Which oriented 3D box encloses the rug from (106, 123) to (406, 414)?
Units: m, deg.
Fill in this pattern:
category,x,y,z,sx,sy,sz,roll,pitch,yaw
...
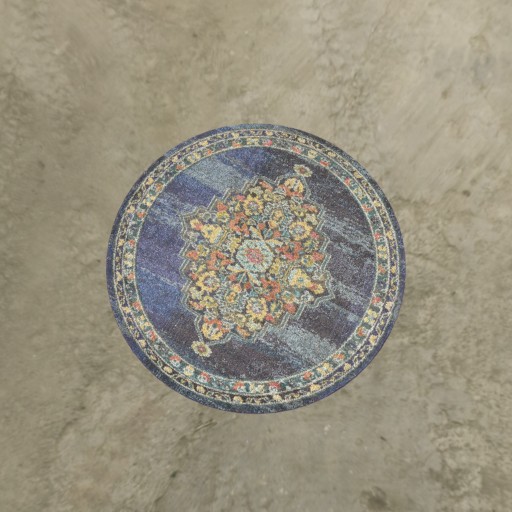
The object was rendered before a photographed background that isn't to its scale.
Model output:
category,x,y,z,sx,sy,sz,roll,pitch,yaw
rug,0.000,0.000,3.541,2.386,0.014,2.386,0,75,0
